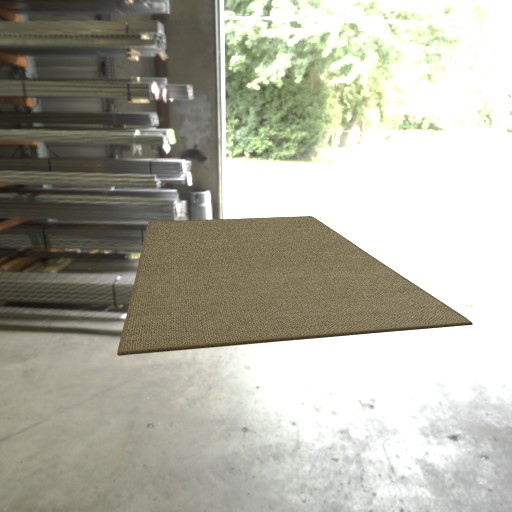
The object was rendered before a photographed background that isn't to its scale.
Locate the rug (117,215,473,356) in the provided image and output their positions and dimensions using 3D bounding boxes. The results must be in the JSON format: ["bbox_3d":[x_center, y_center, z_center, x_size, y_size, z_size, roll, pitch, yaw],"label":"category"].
[{"bbox_3d":[0.000,0.000,2.055,1.062,0.013,1.667,-3,17,-10],"label":"rug"}]
